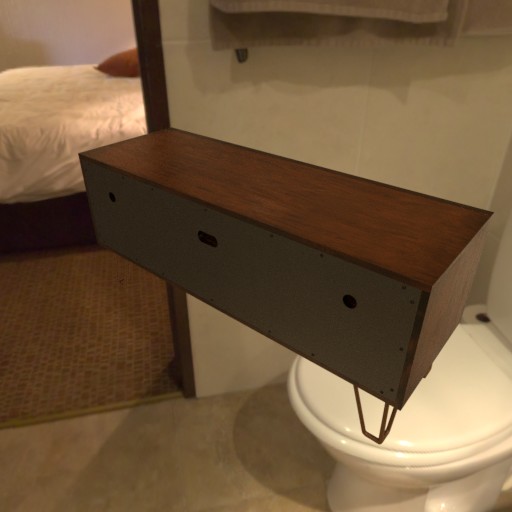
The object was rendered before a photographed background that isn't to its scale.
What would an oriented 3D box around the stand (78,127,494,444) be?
[{"bbox_3d":[0.000,0.000,1.636,1.372,0.610,0.481,23,39,33],"label":"stand"}]
